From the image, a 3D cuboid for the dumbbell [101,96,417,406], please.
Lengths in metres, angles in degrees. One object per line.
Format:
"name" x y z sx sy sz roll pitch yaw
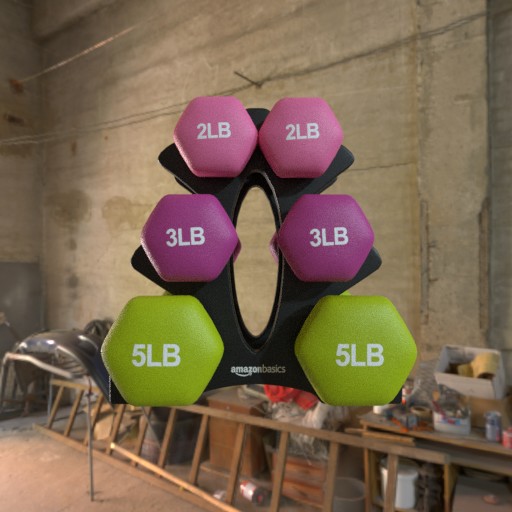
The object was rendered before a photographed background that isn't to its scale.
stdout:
"dumbbell" 0.000 0.000 0.438 0.257 0.261 0.203 0 -1 0
